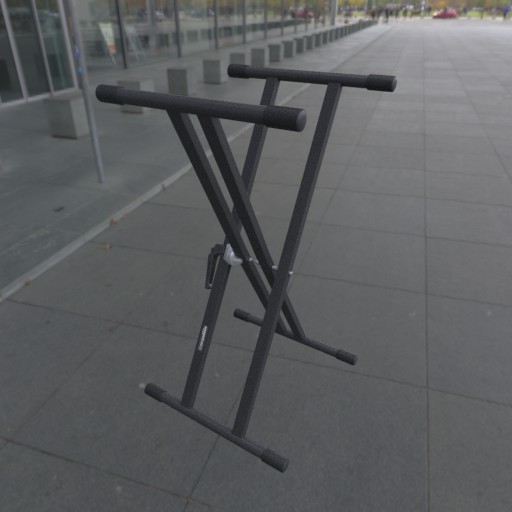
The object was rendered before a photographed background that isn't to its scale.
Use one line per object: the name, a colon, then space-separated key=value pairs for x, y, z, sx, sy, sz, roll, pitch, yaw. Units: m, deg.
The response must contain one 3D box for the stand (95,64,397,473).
stand: x=0.000 y=0.000 z=1.209 sx=0.495 sy=0.900 sz=0.503 roll=18 pitch=34 yaw=29
